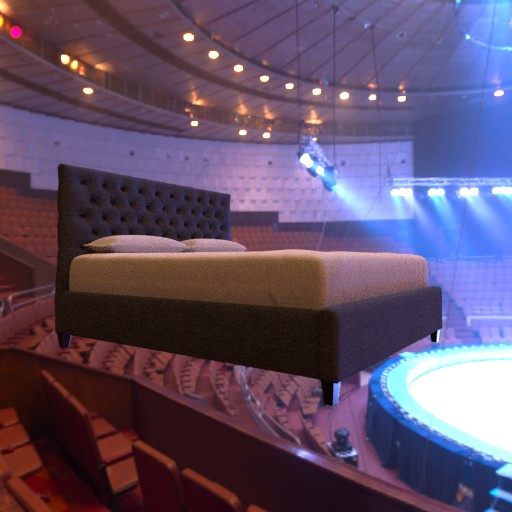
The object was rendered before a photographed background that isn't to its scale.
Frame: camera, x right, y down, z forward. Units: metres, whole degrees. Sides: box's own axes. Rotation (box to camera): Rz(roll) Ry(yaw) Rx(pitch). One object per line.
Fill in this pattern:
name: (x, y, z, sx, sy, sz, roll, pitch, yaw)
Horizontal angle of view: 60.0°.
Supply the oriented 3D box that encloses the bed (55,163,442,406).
bed: (0.000, 0.000, 3.576, 2.387, 1.427, 2.078, 0, 0, 36)
